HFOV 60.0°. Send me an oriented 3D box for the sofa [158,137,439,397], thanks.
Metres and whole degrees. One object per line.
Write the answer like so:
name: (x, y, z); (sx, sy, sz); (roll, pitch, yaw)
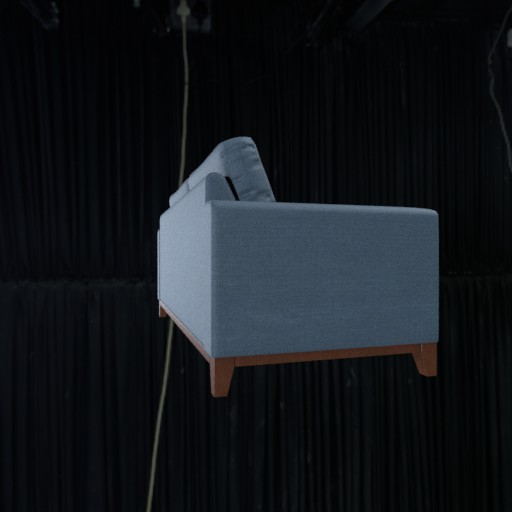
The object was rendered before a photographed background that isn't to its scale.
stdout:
sofa: (0.000, 0.000, 2.383); (0.877, 0.865, 1.900); (0, 0, -17)
